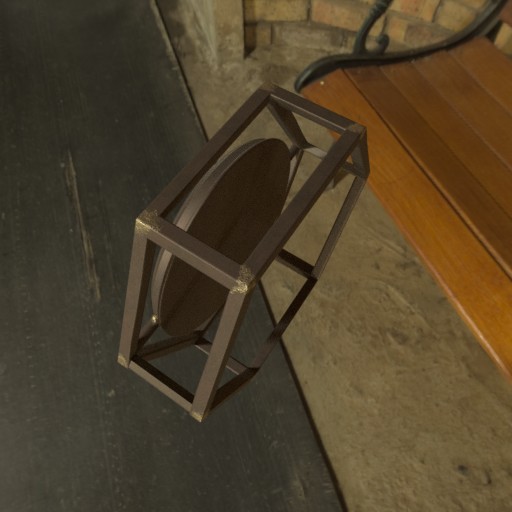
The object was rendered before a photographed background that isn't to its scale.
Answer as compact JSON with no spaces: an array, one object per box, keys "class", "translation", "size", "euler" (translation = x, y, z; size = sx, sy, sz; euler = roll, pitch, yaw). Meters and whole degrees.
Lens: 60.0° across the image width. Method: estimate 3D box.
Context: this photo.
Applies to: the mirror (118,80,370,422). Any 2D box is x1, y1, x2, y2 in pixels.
[{"class":"mirror","translation":[0.000,0.000,0.539],"size":[0.119,0.334,0.380],"euler":[30,66,15]}]
